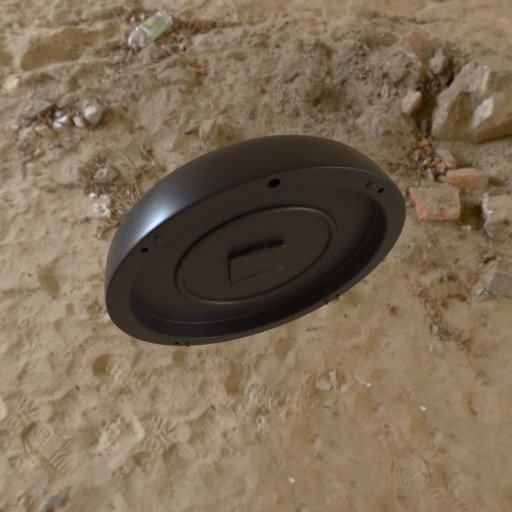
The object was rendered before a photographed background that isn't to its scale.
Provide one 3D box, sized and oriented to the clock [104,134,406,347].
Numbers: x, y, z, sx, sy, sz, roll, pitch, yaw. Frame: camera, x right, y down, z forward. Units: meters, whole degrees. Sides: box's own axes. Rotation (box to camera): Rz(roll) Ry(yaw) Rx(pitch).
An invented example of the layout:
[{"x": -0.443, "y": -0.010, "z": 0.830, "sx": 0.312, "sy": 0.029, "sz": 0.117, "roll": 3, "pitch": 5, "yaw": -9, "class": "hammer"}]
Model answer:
[{"x": 0.000, "y": 0.000, "z": 0.450, "sx": 0.300, "sy": 0.300, "sz": 0.060, "roll": -16, "pitch": 60, "yaw": -9, "class": "clock"}]
